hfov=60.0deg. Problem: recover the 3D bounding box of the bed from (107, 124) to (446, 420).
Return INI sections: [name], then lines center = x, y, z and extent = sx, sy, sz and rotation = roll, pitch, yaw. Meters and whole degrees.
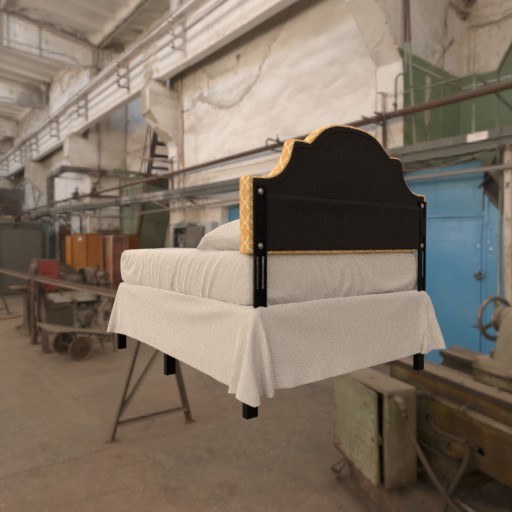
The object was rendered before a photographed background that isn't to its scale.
[bed]
center = 0.000, 0.000, 3.510
extent = 1.780, 1.633, 2.222
rotation = -1, 2, -36
